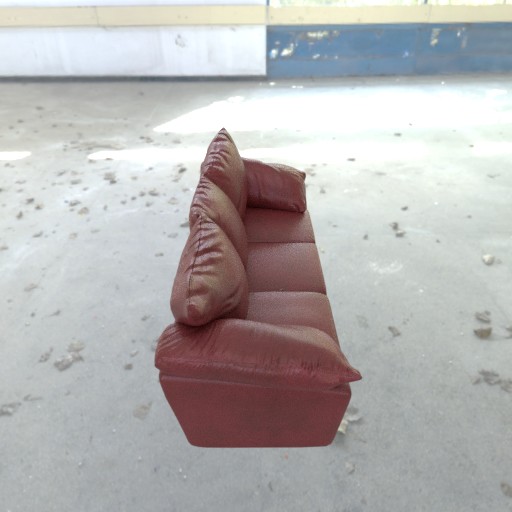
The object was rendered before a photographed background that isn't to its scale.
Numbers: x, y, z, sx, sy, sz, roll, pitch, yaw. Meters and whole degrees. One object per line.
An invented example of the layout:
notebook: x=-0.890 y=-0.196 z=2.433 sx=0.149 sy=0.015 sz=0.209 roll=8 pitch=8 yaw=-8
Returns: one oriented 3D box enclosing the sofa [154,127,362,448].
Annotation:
sofa: x=0.000 y=0.000 z=2.913 sx=0.907 sy=1.091 sz=2.390 roll=0 pitch=33 yaw=0
